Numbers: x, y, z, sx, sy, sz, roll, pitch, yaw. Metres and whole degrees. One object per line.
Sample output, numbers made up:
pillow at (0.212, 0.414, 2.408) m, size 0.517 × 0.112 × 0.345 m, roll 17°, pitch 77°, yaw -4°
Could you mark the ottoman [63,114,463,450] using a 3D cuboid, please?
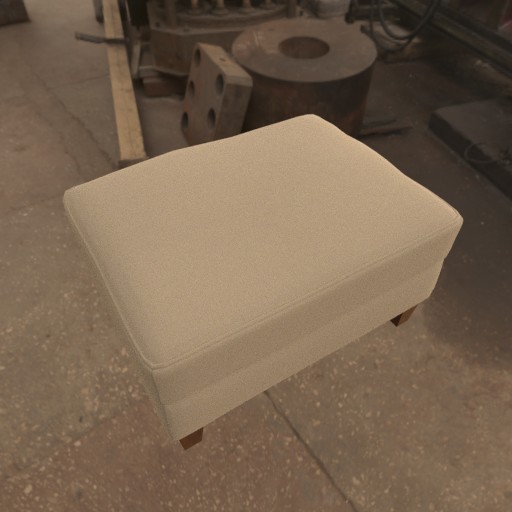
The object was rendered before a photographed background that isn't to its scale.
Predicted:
ottoman at (0.000, 0.000, 1.219) m, size 0.818 × 0.485 × 0.634 m, roll -23°, pitch 50°, yaw -22°
